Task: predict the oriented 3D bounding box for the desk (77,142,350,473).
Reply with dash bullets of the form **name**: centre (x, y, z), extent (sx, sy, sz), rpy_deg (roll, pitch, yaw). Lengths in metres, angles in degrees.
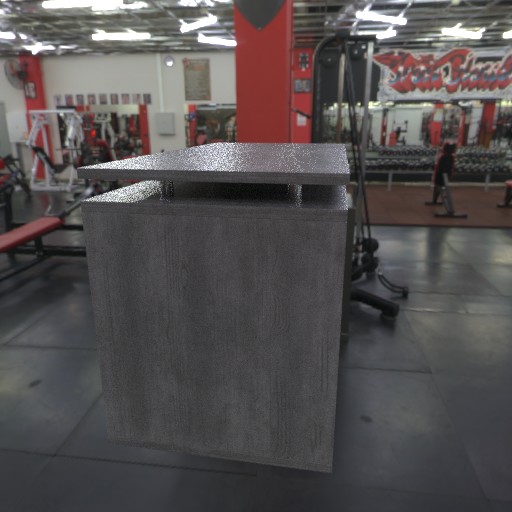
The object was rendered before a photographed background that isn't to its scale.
- **desk**: centre (0.000, 0.000, 1.613), extent (0.600, 0.740, 1.200), rpy_deg (3, 17, 10)
